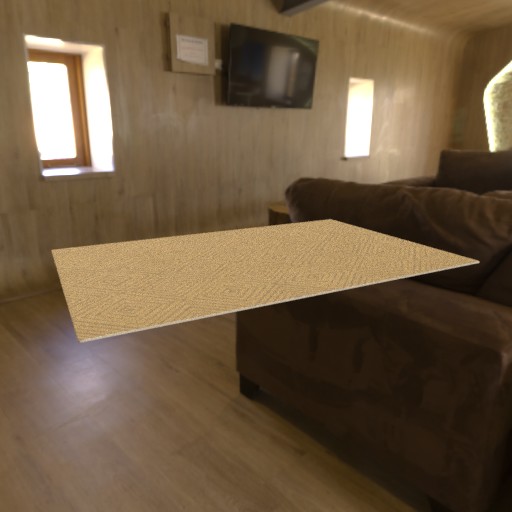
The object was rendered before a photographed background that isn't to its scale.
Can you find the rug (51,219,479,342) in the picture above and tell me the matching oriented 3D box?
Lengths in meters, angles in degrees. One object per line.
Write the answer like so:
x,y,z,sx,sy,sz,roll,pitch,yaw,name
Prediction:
0.000,0.000,2.159,1.753,0.008,1.143,-8,18,-26,rug
